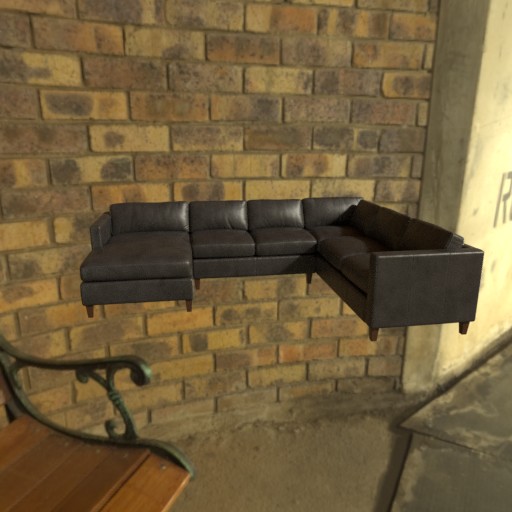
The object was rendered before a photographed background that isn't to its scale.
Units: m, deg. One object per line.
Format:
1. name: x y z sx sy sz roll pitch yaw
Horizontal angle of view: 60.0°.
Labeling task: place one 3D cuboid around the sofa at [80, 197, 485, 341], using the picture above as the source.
1. sofa: 0.000 0.000 4.522 3.324 0.891 2.452 -2 15 -9
